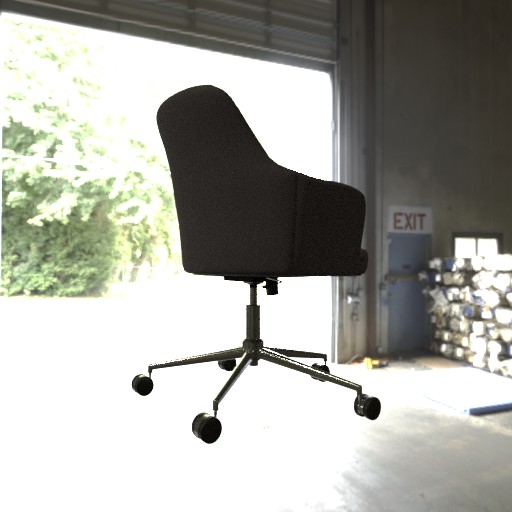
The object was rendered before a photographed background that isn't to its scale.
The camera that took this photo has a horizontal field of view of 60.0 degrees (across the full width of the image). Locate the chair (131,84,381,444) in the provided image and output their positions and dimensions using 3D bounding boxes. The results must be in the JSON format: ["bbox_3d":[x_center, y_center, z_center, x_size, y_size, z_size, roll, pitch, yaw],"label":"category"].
[{"bbox_3d":[0.000,0.000,1.294,0.600,0.820,0.655,0,0,-36],"label":"chair"}]
